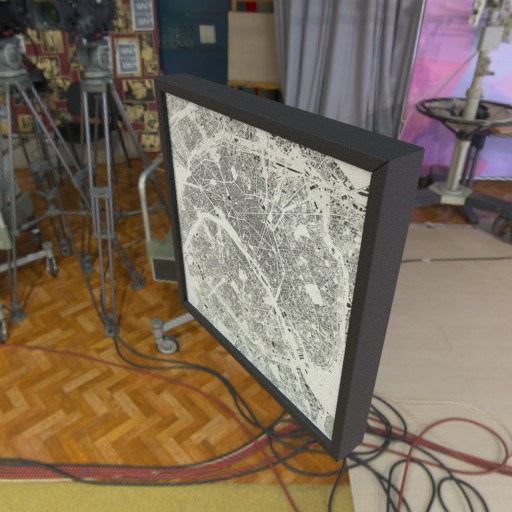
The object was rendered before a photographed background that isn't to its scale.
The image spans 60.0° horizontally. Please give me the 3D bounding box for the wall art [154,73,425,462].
[{"bbox_3d":[0.000,0.000,0.455,0.037,0.305,0.305,-23,39,-31],"label":"wall art"}]
